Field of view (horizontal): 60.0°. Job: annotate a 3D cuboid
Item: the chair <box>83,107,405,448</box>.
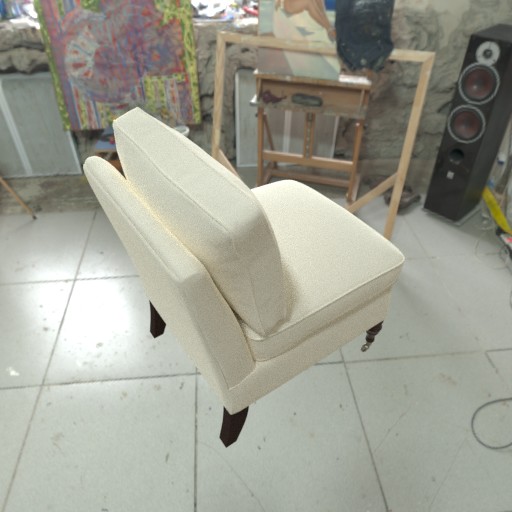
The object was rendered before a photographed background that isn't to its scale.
[{"bbox_3d":[0.000,0.000,1.429,0.781,0.887,0.630,-24,46,-26],"label":"chair"}]
